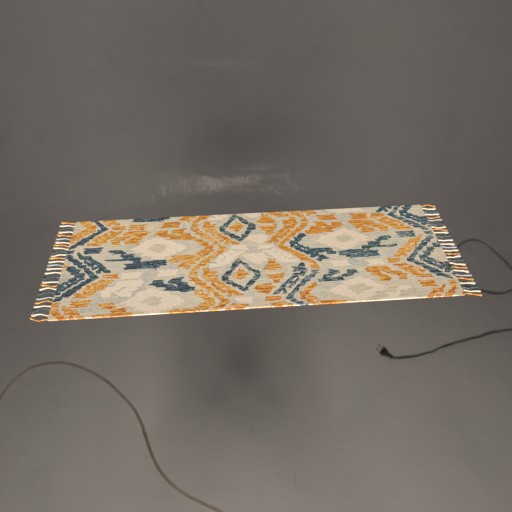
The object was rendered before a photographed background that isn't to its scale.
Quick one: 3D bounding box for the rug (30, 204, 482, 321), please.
[{"bbox_3d":[0.000,0.000,2.630,2.437,0.010,0.783,-3,47,-3],"label":"rug"}]
